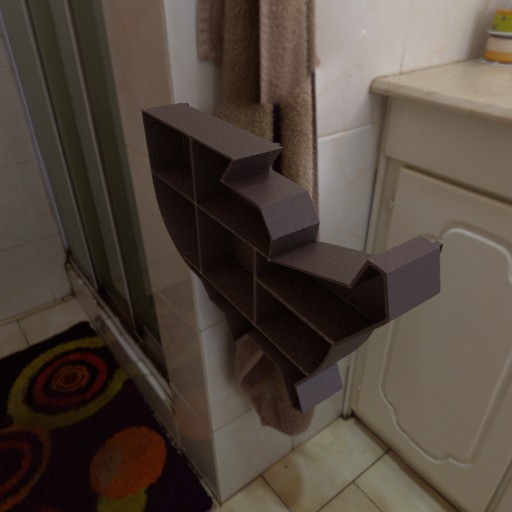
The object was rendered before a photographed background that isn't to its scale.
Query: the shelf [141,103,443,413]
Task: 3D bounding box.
[{"bbox_3d":[0.000,0.000,0.887,0.112,0.439,0.729,-21,39,-29],"label":"shelf"}]
